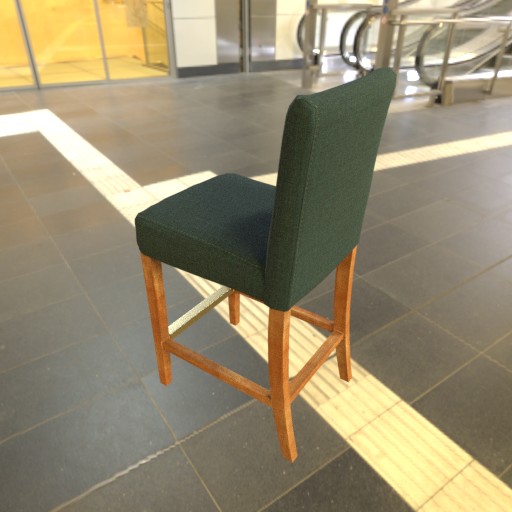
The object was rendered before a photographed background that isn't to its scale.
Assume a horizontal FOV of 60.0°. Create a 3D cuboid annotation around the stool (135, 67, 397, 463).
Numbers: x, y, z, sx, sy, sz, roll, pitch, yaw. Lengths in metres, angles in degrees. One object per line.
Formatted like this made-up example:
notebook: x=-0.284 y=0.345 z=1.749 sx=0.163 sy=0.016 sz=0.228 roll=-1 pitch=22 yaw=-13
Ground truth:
stool: x=0.000 y=0.000 z=1.317 sx=0.567 sy=1.039 sz=0.454 roll=21 pitch=37 yaw=30
